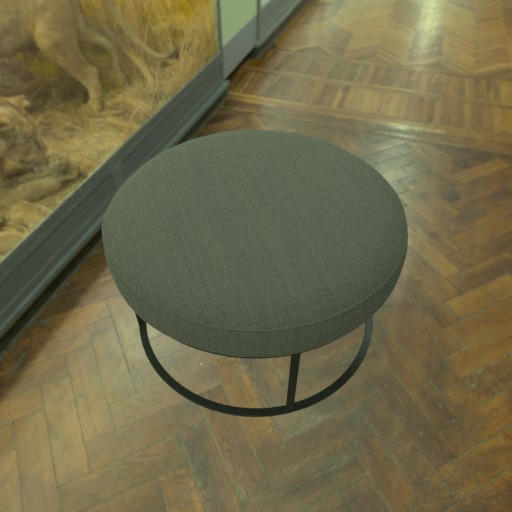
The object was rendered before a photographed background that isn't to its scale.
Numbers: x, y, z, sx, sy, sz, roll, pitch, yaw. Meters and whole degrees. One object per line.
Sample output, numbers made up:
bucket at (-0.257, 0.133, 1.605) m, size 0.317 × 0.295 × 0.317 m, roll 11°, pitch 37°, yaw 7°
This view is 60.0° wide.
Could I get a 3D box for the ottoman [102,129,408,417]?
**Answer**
ottoman at (0.000, 0.000, 1.252) m, size 0.772 × 0.460 × 0.772 m, roll 0°, pitch 45°, yaw 0°
